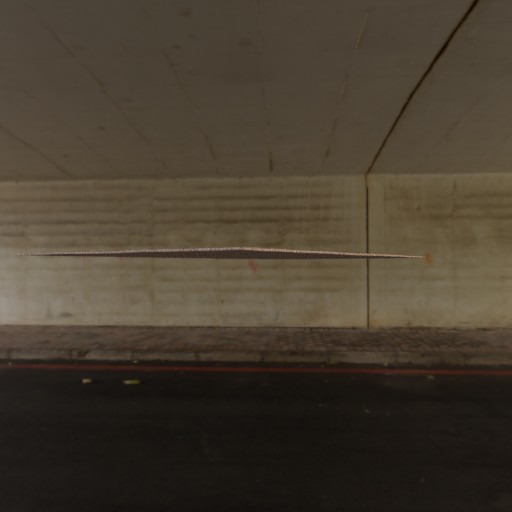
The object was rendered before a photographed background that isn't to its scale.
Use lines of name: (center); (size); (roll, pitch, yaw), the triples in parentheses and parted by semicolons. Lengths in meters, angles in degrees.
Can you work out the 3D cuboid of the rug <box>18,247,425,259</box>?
rug: (0.000, 0.000, 2.315); (1.225, 0.013, 1.840); (-1, -1, 36)
